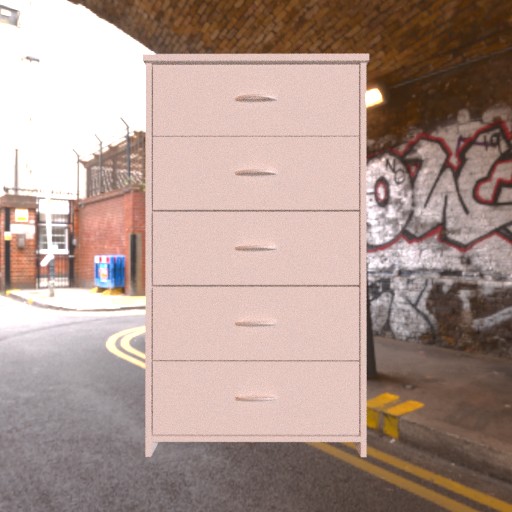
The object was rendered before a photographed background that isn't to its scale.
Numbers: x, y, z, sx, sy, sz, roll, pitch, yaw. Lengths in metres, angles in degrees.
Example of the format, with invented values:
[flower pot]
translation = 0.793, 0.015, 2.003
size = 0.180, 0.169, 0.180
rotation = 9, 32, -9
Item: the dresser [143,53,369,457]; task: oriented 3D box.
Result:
[dresser]
translation = 0.000, 0.000, 1.560
size = 0.704, 1.255, 0.399
rotation = 0, 0, 0
